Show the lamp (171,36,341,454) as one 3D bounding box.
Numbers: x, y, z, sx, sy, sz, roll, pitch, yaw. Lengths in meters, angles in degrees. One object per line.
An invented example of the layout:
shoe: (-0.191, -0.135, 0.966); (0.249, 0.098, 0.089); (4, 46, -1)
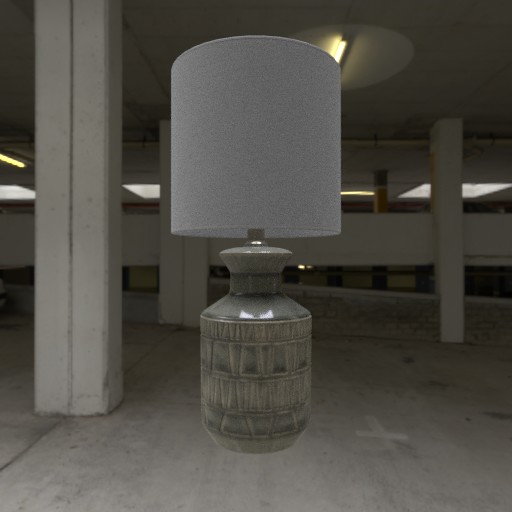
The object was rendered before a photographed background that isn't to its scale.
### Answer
lamp: (0.000, 0.000, 0.562); (0.211, 0.455, 0.211); (0, 0, 1)
